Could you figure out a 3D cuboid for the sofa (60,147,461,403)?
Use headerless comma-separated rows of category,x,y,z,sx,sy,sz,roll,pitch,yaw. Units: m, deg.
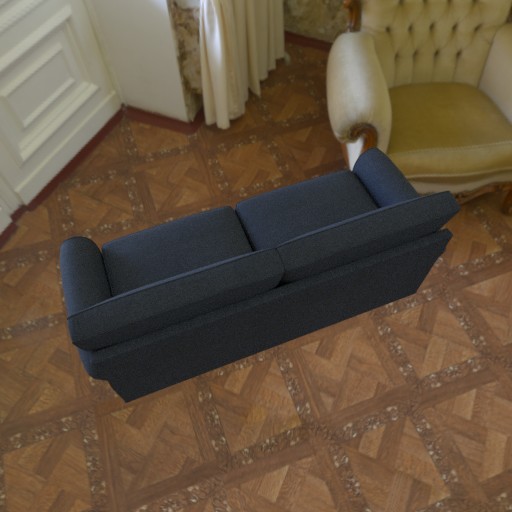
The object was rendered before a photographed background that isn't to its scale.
sofa,0.000,0.000,2.922,2.391,1.026,0.954,-18,60,-11
